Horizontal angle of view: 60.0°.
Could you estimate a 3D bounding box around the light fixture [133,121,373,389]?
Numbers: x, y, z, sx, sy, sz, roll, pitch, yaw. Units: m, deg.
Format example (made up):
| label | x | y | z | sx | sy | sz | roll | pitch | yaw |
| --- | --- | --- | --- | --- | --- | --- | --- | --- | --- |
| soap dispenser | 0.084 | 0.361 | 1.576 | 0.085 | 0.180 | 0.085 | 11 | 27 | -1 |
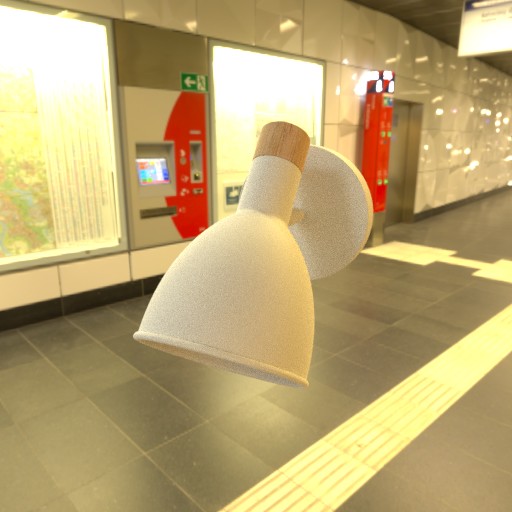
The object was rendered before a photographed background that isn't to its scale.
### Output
| label | x | y | z | sx | sy | sz | roll | pitch | yaw |
| --- | --- | --- | --- | --- | --- | --- | --- | --- | --- |
| light fixture | 0.000 | 0.000 | 0.336 | 0.127 | 0.199 | 0.209 | 7 | 16 | 26 |
